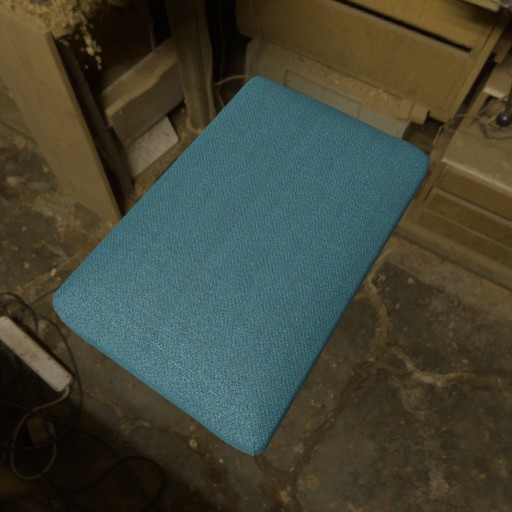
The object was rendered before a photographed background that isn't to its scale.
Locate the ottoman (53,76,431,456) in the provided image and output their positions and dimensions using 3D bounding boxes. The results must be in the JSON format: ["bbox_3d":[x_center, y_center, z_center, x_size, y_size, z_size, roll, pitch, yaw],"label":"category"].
[{"bbox_3d":[0.000,0.000,1.197,0.563,0.498,0.856,30,68,14],"label":"ottoman"}]
